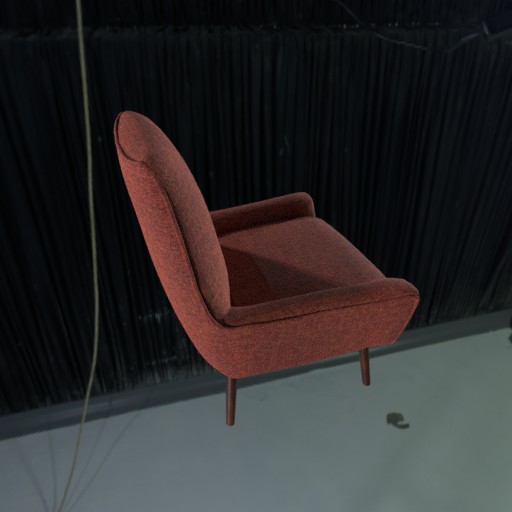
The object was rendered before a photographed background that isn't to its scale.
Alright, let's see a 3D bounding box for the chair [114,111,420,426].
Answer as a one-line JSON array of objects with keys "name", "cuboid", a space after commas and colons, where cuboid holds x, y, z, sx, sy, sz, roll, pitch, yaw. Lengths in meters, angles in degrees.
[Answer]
[{"name": "chair", "cuboid": [0.000, 0.000, 1.497, 0.784, 0.911, 0.803, -10, 32, -17]}]
